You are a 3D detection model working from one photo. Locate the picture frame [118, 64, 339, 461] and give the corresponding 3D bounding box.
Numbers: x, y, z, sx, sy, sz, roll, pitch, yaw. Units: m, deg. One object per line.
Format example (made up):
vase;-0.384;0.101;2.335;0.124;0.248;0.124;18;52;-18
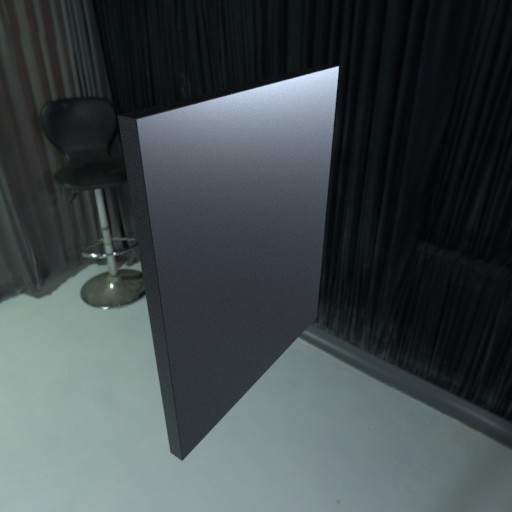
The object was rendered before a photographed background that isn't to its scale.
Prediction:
picture frame;0.000;0.000;0.759;0.028;0.556;0.460;20;36;30
